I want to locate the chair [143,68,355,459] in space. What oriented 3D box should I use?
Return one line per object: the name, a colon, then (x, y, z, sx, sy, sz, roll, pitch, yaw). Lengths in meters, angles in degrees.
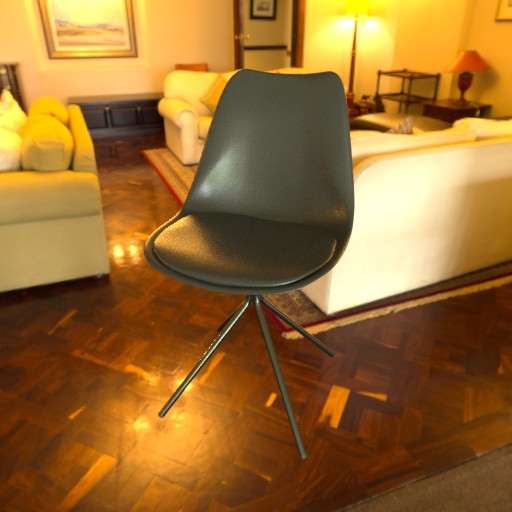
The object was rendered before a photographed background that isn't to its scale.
chair: (0.000, 0.000, 1.140, 0.461, 0.850, 0.525, 9, 29, 17)
